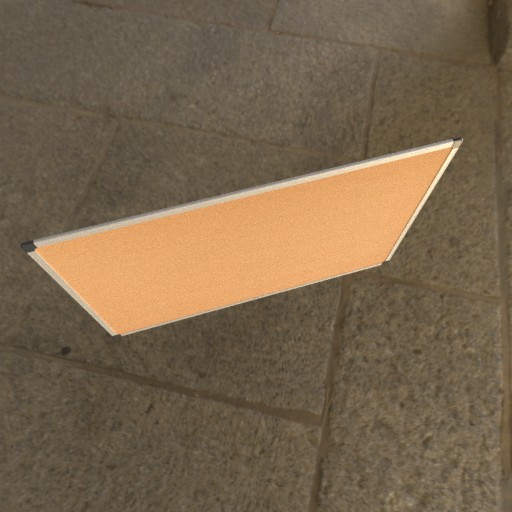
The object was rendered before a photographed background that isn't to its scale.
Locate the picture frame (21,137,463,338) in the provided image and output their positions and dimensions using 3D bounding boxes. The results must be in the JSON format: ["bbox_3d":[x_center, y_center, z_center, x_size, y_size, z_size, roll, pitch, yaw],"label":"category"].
[{"bbox_3d":[0.000,0.000,1.132,0.900,0.600,0.010,-15,65,-7],"label":"picture frame"}]
